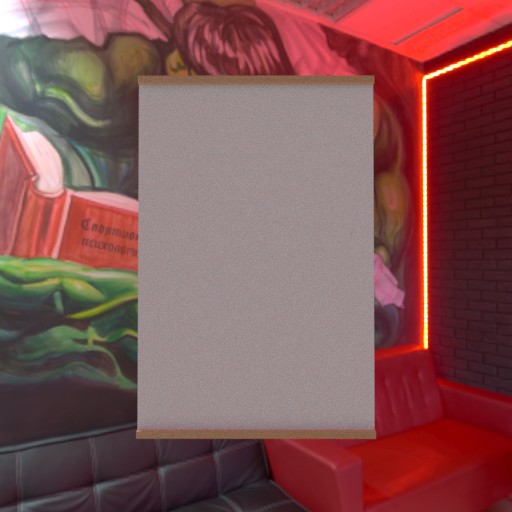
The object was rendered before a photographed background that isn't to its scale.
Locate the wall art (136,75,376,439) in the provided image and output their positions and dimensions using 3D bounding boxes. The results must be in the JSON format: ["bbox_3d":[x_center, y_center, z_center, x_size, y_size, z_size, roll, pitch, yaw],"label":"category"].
[{"bbox_3d":[0.000,0.000,1.863,0.991,1.510,0.040,0,-1,0],"label":"wall art"}]
